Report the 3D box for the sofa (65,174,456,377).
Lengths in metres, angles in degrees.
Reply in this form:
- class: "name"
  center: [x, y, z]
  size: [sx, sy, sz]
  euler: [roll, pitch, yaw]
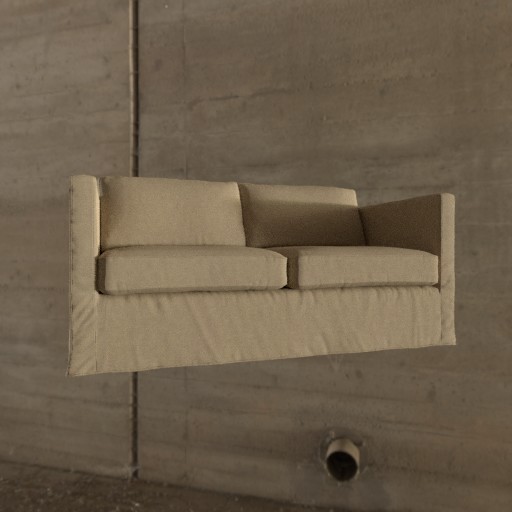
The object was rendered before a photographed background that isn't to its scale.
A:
- class: "sofa"
  center: [0.000, 0.000, 2.246]
  size: [1.719, 0.835, 0.962]
  euler: [0, 1, -18]
